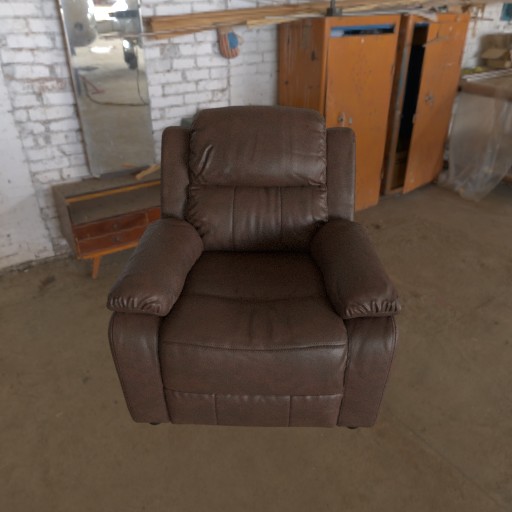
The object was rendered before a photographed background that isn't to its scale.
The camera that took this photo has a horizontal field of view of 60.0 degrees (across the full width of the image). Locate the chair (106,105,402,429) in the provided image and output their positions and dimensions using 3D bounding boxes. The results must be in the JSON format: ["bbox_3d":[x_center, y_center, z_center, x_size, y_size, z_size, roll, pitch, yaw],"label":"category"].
[{"bbox_3d":[0.000,0.000,1.252,0.680,0.702,0.707,1,30,1],"label":"chair"}]
